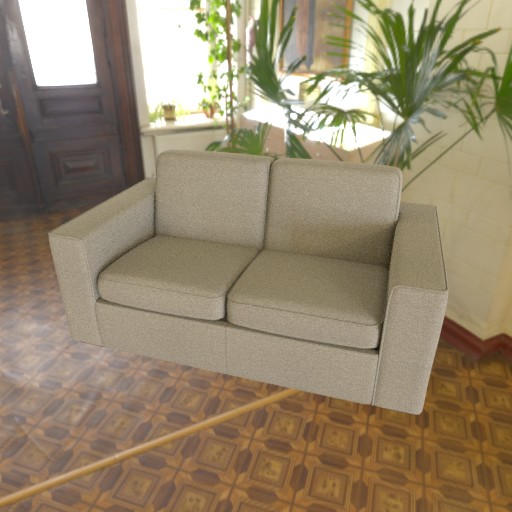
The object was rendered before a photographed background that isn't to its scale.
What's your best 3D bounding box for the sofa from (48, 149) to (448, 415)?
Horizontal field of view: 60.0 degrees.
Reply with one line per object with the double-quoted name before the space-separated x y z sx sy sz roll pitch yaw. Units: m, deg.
"sofa" 0.000 0.000 2.390 1.812 0.924 1.007 8 28 15
